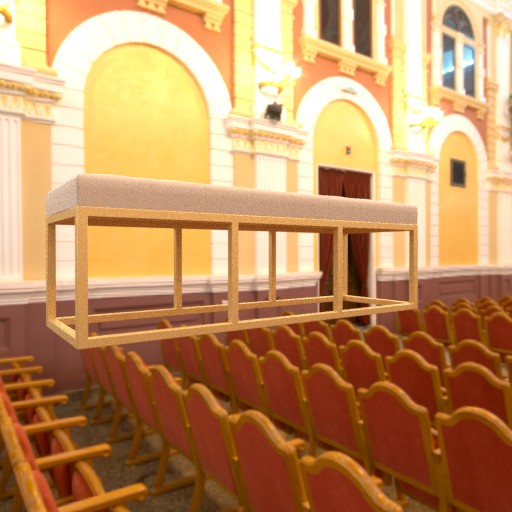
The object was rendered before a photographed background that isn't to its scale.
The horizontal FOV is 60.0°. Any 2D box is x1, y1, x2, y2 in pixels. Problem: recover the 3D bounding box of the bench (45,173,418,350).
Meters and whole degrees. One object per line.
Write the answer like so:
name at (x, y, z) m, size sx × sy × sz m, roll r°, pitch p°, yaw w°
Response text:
bench at (0.000, 0.000, 1.776) m, size 1.473 × 0.484 × 0.457 m, roll 0°, pitch 1°, yaw -35°
